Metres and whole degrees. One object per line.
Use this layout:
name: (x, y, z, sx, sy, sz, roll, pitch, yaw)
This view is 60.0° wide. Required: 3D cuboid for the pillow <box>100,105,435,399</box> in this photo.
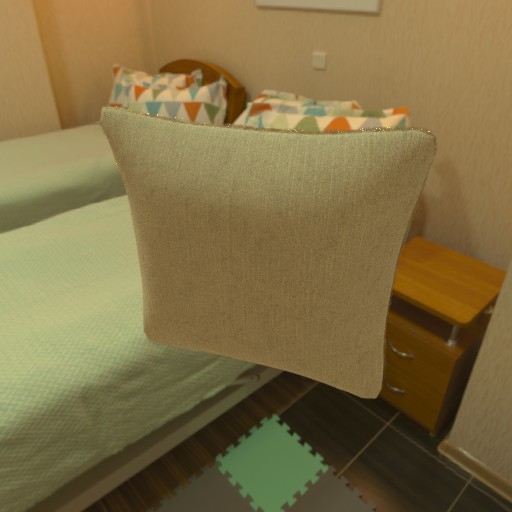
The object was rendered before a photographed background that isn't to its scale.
pillow: (0.000, 0.000, 0.818, 0.538, 0.525, 0.216, 10, 33, 15)
